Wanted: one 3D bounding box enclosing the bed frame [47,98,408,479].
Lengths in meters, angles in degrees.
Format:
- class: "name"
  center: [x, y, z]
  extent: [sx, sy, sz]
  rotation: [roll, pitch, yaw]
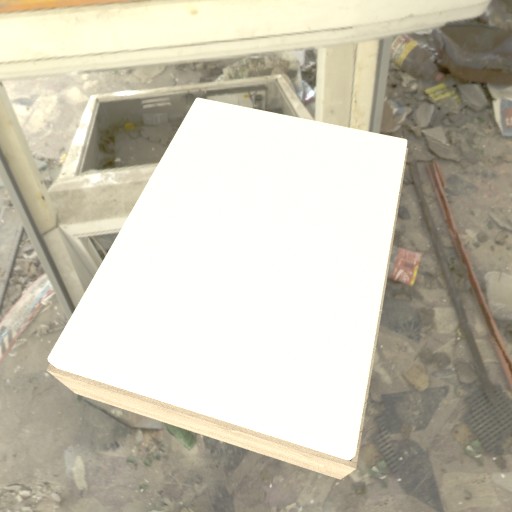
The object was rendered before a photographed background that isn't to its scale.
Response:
- class: "bed frame"
  center: [0.000, 0.000, 2.571]
  extent: [1.448, 0.490, 1.944]
  rotation: [14, 59, 9]
